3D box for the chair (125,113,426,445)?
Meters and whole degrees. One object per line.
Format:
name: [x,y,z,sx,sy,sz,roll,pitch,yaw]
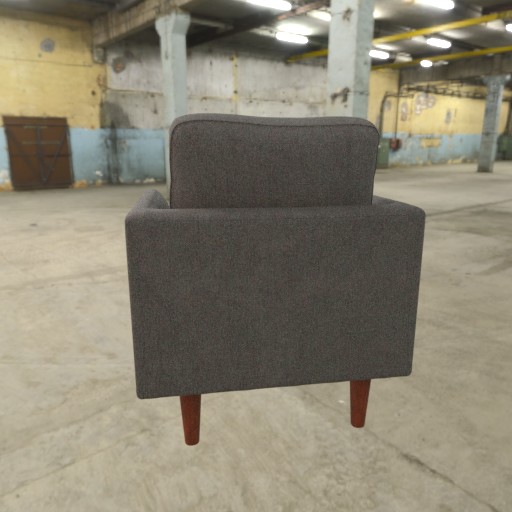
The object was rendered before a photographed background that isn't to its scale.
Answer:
chair: [0.000,0.000,1.634,0.858,0.957,0.899,-2,14,-9]
